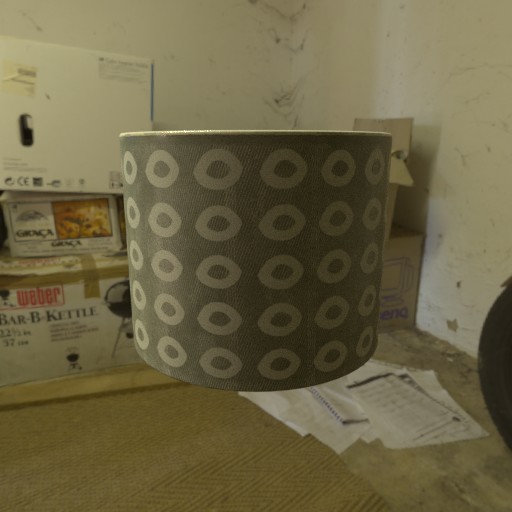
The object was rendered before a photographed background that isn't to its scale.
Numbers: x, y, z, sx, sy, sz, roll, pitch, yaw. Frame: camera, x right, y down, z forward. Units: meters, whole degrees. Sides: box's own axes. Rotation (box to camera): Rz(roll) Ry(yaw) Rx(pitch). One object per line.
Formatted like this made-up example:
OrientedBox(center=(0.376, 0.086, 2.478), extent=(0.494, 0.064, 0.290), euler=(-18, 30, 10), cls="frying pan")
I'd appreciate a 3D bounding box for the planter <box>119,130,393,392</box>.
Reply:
OrientedBox(center=(0.000, 0.000, 0.343), extent=(0.190, 0.181, 0.190), euler=(0, 14, 0), cls="planter")
